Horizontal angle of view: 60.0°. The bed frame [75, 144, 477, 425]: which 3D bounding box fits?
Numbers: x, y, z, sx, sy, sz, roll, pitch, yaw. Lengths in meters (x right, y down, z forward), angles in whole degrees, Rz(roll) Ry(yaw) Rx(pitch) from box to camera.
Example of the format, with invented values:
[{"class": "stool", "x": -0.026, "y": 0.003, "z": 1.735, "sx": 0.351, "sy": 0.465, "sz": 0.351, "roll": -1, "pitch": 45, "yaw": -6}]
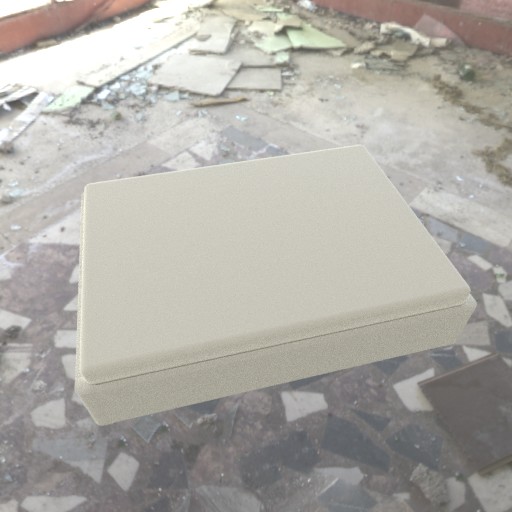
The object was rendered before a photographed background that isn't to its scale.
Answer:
[{"class": "bed frame", "x": 0.000, "y": 0.000, "z": 2.541, "sx": 1.900, "sy": 0.406, "sz": 1.400, "roll": -10, "pitch": 48, "yaw": -10}]
